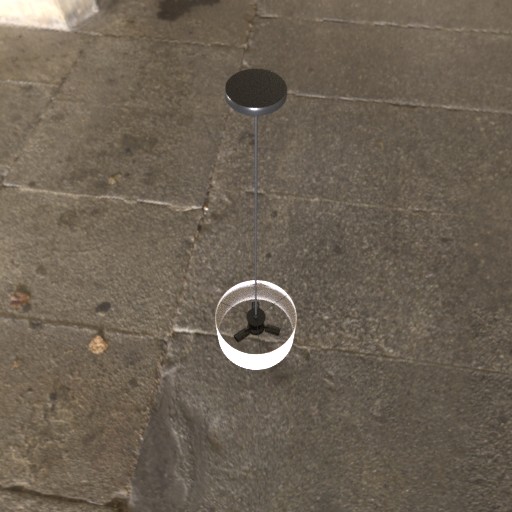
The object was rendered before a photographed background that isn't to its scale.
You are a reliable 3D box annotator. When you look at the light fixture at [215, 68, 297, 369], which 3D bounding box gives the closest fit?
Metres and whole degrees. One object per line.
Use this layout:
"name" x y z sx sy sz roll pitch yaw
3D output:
"light fixture" 0.000 0.000 1.708 0.399 1.516 0.399 0 58 0
